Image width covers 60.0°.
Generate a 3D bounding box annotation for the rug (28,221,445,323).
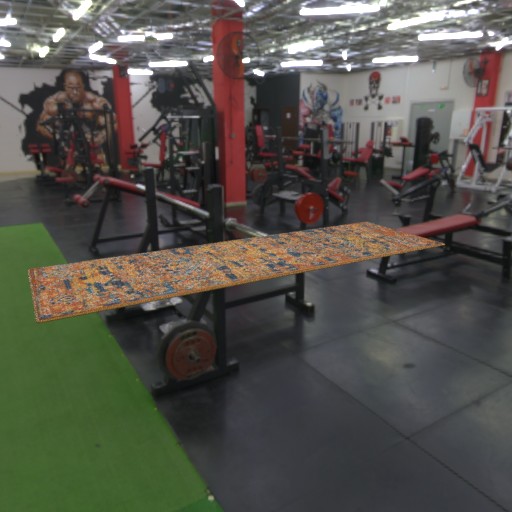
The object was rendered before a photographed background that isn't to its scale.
[{"bbox_3d":[0.000,0.000,1.992,1.820,0.013,0.556,-9,20,-27],"label":"rug"}]
